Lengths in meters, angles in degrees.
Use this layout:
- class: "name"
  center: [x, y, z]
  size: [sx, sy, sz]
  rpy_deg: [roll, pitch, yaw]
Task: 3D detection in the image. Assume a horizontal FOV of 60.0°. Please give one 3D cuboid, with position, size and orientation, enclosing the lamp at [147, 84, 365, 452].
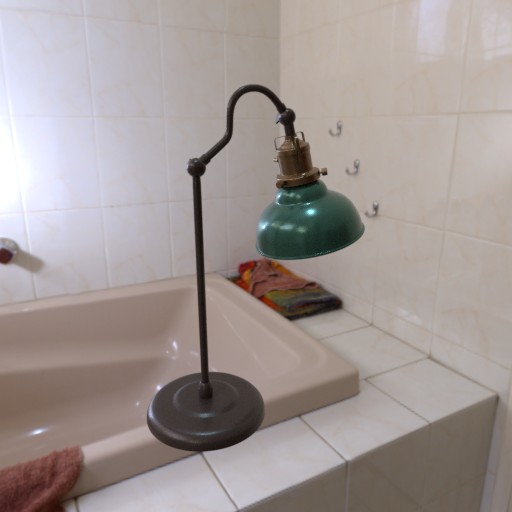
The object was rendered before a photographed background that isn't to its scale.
- class: "lamp"
  center: [0.000, 0.000, 0.700]
  size: [0.374, 0.508, 0.192]
  rpy_deg: [-8, 18, -26]
